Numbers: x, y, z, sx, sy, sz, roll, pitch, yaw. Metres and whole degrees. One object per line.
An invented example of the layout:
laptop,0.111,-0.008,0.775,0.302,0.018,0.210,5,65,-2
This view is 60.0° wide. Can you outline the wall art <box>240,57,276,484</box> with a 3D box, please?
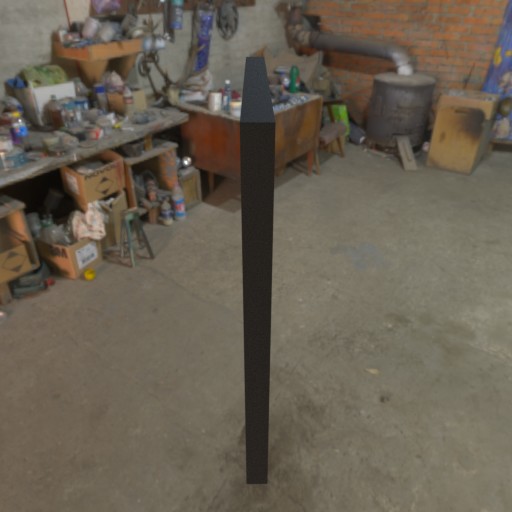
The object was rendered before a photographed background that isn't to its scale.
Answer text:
wall art,0.000,0.000,0.537,0.024,0.404,0.329,0,31,0
